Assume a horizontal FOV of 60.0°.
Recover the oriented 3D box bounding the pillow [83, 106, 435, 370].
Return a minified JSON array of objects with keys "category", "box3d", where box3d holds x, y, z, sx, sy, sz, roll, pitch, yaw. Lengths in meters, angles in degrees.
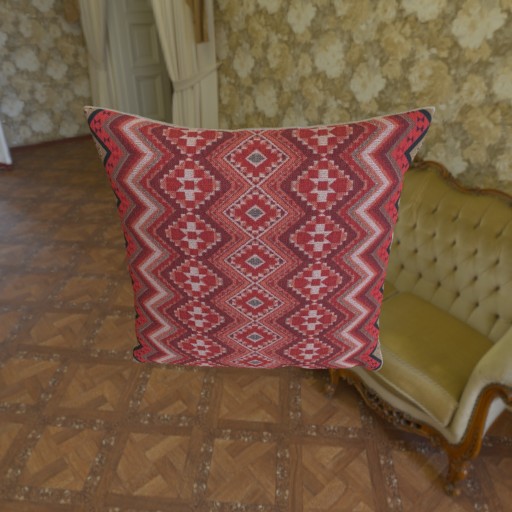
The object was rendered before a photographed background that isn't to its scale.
[{"category":"pillow","box3d":[0.000,0.000,0.774,0.513,0.511,0.158,1,30,2]}]
